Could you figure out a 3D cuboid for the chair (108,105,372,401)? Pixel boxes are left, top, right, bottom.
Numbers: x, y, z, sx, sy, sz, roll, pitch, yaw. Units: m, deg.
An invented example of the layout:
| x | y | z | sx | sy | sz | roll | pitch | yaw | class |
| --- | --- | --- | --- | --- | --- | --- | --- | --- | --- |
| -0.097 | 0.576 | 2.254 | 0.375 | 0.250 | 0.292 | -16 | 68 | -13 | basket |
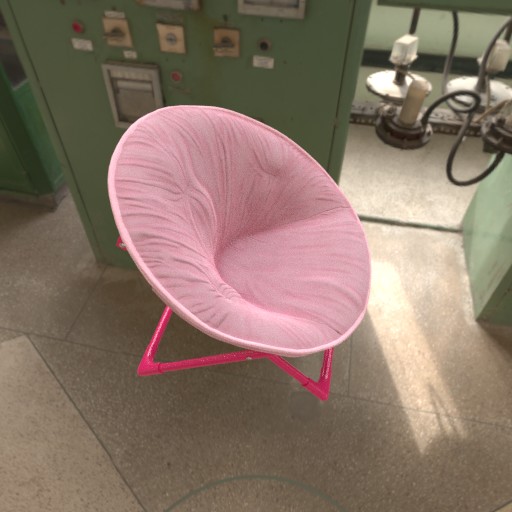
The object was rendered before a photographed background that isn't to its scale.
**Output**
| x | y | z | sx | sy | sz | roll | pitch | yaw | class |
| --- | --- | --- | --- | --- | --- | --- | --- | --- | --- |
| 0.000 | 0.000 | 0.884 | 0.459 | 0.494 | 0.522 | 9 | 49 | 8 | chair |
